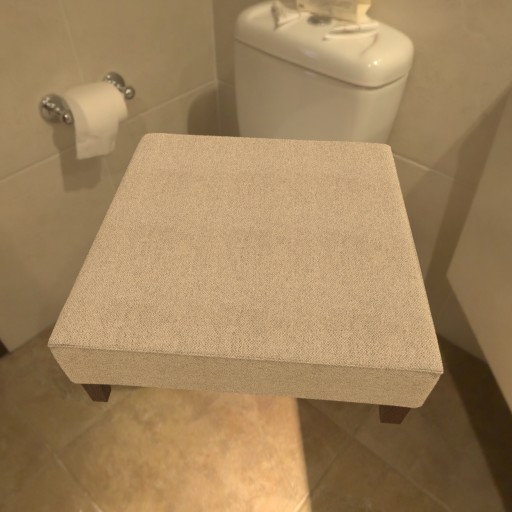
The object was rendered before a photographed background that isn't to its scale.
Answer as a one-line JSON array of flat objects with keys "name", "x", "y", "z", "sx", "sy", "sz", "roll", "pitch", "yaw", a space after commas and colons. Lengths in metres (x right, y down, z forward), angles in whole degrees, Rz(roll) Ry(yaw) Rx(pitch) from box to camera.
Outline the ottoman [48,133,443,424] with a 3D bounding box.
[{"name": "ottoman", "x": 0.000, "y": 0.000, "z": 1.500, "sx": 0.973, "sy": 0.381, "sz": 0.982, "roll": 3, "pitch": 47, "yaw": 3}]
